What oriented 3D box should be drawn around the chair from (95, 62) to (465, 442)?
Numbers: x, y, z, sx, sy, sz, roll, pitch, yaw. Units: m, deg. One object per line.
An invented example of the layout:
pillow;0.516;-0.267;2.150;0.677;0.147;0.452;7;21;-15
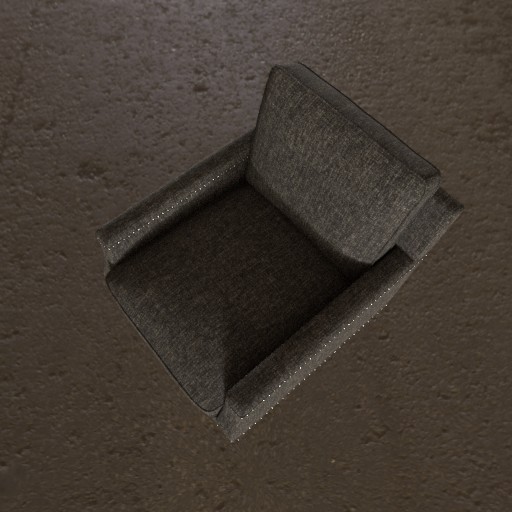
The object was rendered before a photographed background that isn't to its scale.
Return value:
chair;0.000;0.000;1.670;1.014;0.943;0.853;-37;69;-17
